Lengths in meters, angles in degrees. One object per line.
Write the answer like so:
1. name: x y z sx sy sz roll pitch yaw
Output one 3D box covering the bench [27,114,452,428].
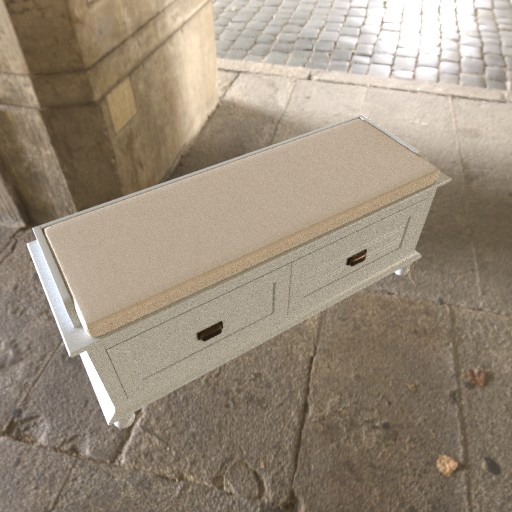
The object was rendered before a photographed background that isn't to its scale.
1. bench: 0.000 0.000 1.417 1.185 0.486 0.402 -24 51 -22
